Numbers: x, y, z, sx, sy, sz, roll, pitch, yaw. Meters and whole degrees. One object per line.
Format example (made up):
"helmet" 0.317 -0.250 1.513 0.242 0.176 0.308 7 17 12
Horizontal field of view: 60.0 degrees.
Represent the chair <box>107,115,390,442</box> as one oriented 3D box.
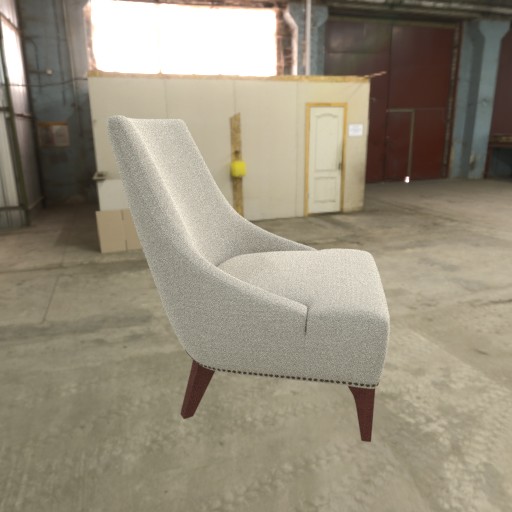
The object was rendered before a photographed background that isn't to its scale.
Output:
"chair" 0.000 0.000 1.520 0.861 0.909 0.701 3 16 10
